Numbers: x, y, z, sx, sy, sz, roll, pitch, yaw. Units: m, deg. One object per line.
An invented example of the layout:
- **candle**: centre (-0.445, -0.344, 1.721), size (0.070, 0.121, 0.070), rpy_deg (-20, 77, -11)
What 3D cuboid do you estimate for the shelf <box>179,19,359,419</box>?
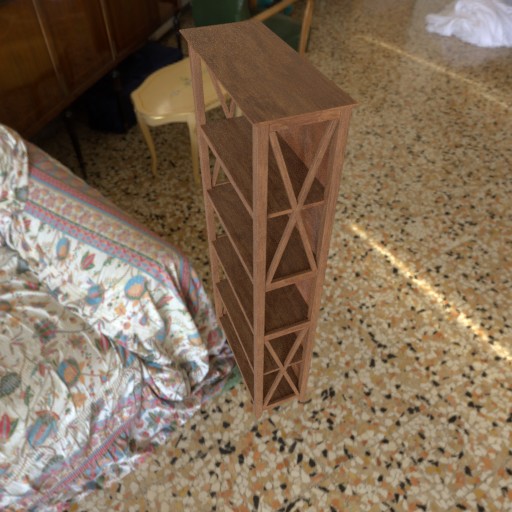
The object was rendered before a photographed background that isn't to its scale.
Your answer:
- **shelf**: centre (0.000, 0.000, 2.204), size (0.335, 1.905, 0.805), rpy_deg (-16, 47, -15)
